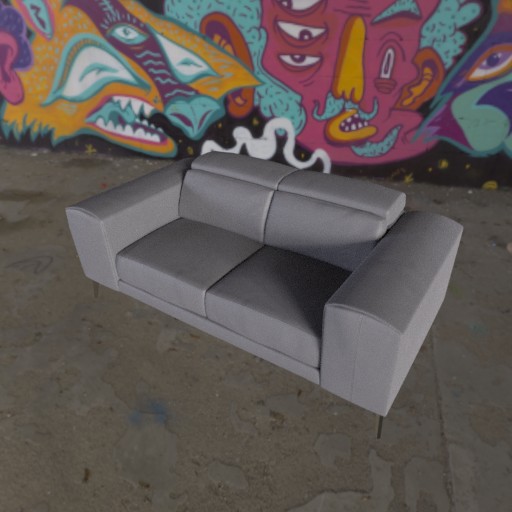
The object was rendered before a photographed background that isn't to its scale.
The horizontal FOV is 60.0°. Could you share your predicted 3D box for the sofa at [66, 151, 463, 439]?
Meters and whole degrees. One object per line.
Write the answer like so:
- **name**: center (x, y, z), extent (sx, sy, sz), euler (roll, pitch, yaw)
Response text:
- **sofa**: center (0.000, 0.000, 2.444), extent (1.895, 0.779, 1.003), euler (19, 36, 28)
